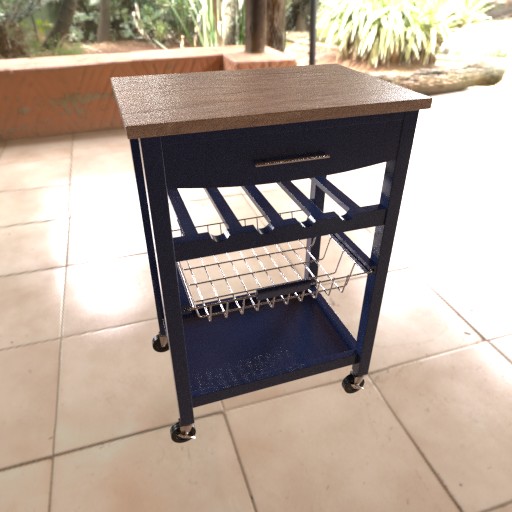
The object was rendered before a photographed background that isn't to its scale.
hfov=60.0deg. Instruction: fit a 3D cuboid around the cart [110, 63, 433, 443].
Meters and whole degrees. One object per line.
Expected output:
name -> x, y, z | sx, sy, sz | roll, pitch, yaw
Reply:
cart -> 0.000, 0.000, 1.154 | 0.584, 0.839, 0.403 | -10, 34, -16
